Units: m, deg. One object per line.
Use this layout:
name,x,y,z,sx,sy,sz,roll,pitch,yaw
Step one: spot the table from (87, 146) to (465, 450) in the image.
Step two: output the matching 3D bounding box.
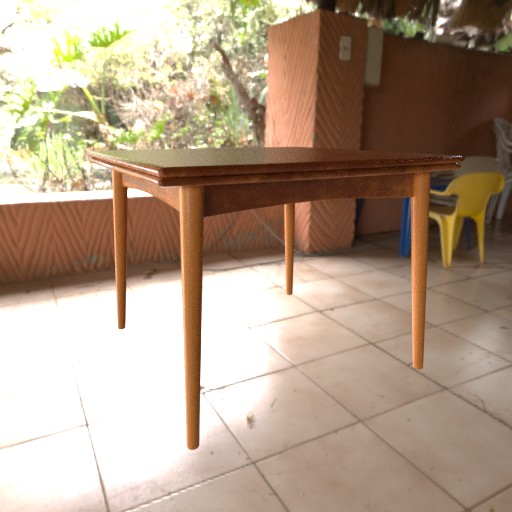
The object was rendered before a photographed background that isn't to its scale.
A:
table,0.000,0.000,1.663,0.991,0.754,0.991,-9,18,-28
